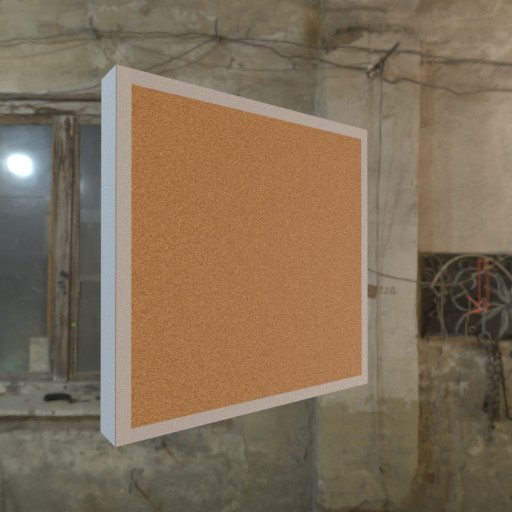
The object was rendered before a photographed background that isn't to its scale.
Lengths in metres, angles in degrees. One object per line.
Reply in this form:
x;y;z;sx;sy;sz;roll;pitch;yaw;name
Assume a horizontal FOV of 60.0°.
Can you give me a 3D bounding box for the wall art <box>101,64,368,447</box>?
0.000;0.000;0.458;0.305;0.305;0.038;0;0;-36;wall art
